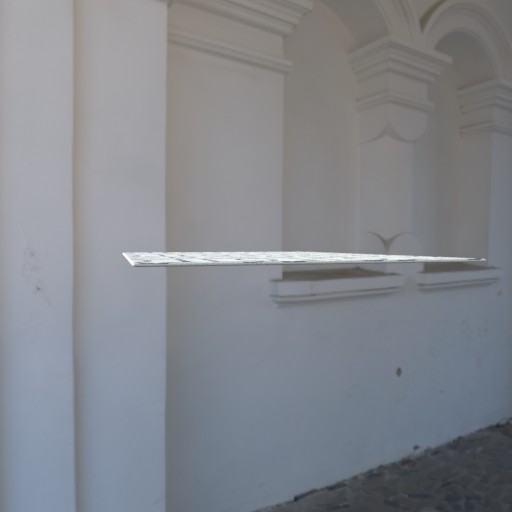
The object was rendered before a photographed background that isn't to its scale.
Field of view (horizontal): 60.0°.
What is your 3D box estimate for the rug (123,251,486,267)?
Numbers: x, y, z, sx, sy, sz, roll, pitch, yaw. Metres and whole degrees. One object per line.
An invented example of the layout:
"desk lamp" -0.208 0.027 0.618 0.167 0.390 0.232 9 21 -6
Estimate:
"rug" 0.000 0.000 3.914 2.211 0.021 2.910 0 2 -18
